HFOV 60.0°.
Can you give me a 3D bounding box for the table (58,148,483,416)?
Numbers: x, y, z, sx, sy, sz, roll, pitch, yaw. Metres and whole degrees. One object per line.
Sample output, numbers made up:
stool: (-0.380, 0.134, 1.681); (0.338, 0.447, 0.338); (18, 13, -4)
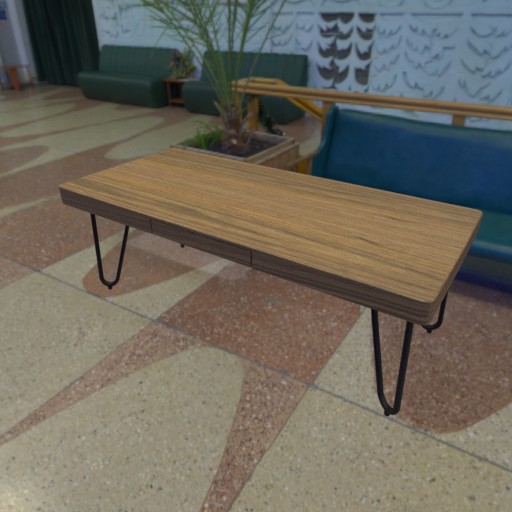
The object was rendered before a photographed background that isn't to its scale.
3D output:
table: (0.000, 0.000, 1.664); (1.375, 0.468, 0.637); (18, 34, 29)
